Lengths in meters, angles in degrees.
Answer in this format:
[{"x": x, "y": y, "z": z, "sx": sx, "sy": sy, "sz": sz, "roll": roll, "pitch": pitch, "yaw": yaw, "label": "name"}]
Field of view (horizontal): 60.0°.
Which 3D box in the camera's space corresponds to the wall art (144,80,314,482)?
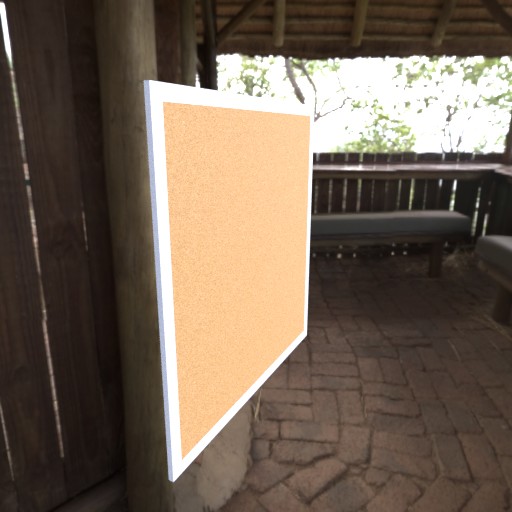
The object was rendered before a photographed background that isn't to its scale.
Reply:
[{"x": 0.000, "y": 0.000, "z": 0.826, "sx": 0.009, "sy": 0.559, "sz": 0.558, "roll": 8, "pitch": 17, "yaw": 26, "label": "wall art"}]
